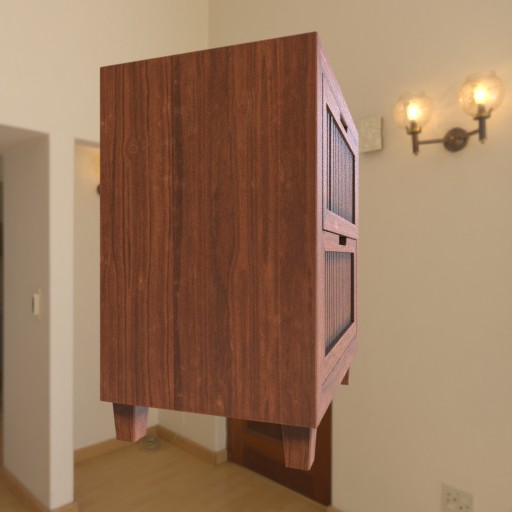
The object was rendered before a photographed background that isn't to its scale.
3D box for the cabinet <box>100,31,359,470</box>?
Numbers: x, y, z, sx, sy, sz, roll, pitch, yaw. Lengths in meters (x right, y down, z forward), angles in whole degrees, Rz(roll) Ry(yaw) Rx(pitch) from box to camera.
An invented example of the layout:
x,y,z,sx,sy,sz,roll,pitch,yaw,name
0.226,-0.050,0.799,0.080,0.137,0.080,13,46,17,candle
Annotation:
x,y,z,sx,sy,sz,roll,pitch,yaw,name
0.000,0.000,1.035,0.410,0.695,0.607,0,0,19,cabinet
